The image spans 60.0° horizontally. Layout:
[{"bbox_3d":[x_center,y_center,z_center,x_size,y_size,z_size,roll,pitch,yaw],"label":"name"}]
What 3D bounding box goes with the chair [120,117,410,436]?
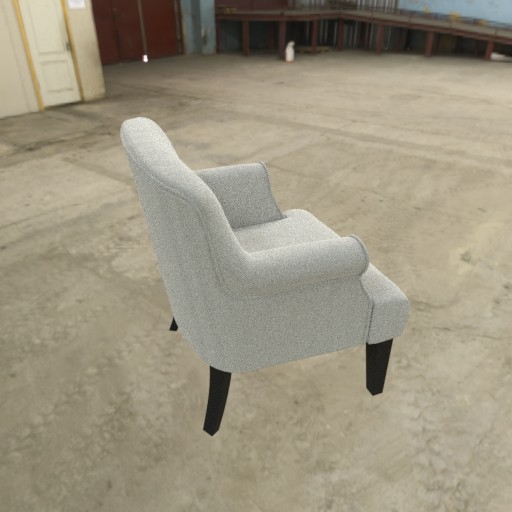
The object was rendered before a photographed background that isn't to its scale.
[{"bbox_3d":[0.000,0.000,1.490,0.750,0.875,0.781,-11,32,-18],"label":"chair"}]
